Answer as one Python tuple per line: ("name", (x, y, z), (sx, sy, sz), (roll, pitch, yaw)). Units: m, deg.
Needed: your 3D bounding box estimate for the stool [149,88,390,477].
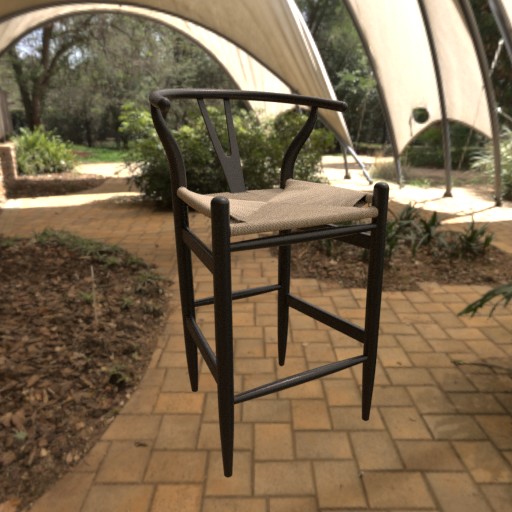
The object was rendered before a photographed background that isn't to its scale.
("stool", (0.000, 0.000, 1.335), (0.569, 0.970, 0.579), (-9, 20, -27))
